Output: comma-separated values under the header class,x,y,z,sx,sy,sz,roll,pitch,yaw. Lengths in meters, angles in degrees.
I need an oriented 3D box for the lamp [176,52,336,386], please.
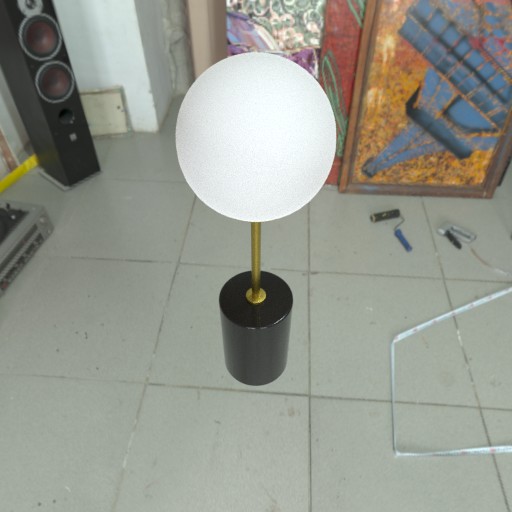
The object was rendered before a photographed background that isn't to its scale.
class,x,y,z,sx,sy,sz,roll,pitch,yaw
lamp,0.000,0.000,0.547,0.153,0.480,0.153,0,47,0
